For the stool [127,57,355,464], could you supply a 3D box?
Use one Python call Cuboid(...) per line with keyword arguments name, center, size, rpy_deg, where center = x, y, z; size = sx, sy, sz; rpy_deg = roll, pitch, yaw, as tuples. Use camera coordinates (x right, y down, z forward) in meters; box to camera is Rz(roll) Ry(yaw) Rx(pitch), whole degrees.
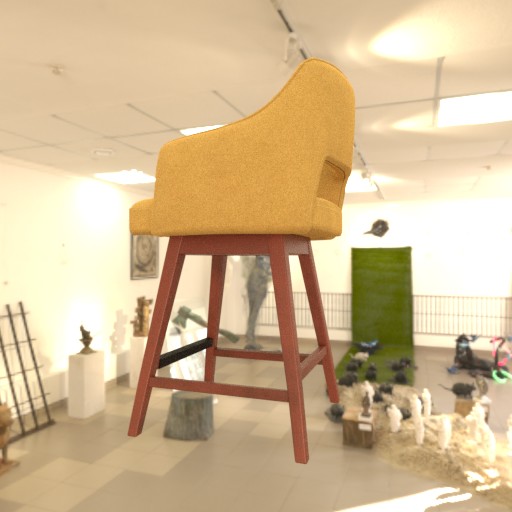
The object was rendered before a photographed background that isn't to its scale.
Cuboid(name="stool", center=(0.000, 0.000, 1.266), size=(0.558, 0.924, 0.548), rpy_deg=(0, 0, 20))
